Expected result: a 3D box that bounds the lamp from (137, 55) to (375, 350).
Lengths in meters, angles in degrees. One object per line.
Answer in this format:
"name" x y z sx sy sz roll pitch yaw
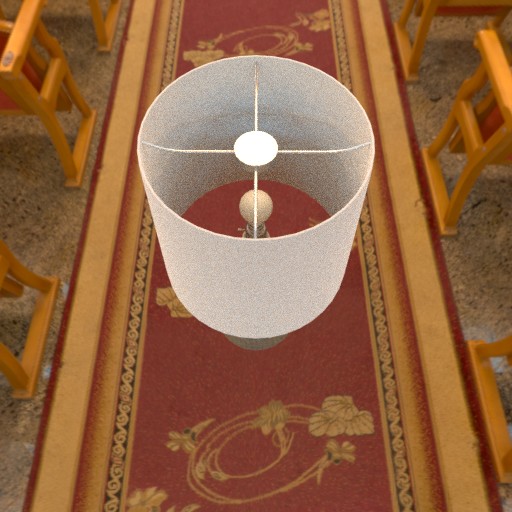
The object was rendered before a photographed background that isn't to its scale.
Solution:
"lamp" 0.000 0.000 0.472 0.186 0.369 0.186 0 64 0
